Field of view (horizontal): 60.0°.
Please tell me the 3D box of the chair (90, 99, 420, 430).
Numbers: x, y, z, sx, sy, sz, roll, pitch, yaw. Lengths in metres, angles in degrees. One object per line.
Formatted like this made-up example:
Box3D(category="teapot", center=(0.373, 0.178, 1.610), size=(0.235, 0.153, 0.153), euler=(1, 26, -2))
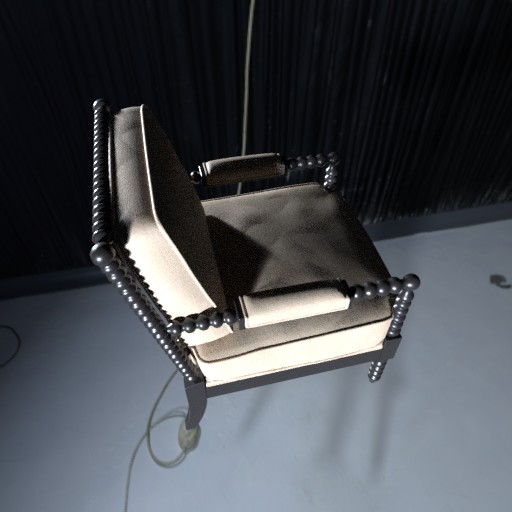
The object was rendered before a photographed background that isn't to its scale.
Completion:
Box3D(category="chair", center=(0.000, 0.000, 1.156), size=(0.657, 0.703, 0.555), euler=(-10, 47, -9))
